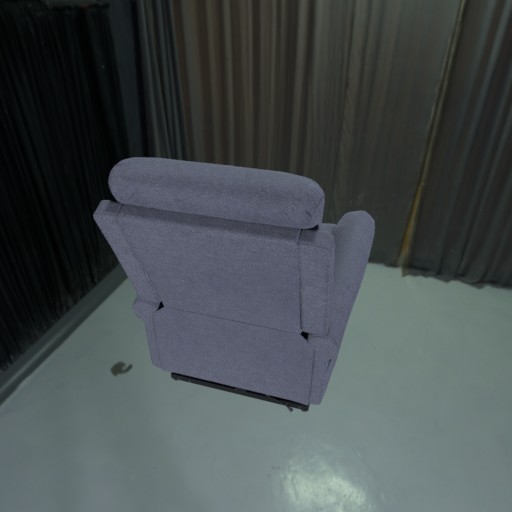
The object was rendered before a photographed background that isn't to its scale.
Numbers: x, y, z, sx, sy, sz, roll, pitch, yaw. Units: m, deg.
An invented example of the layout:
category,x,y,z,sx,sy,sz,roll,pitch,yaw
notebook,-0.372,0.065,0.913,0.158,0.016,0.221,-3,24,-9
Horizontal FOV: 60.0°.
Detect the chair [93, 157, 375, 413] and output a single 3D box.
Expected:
category,x,y,z,sx,sy,sz,roll,pitch,yaw
chair,0.000,0.000,1.754,0.871,1.031,0.979,9,34,14
